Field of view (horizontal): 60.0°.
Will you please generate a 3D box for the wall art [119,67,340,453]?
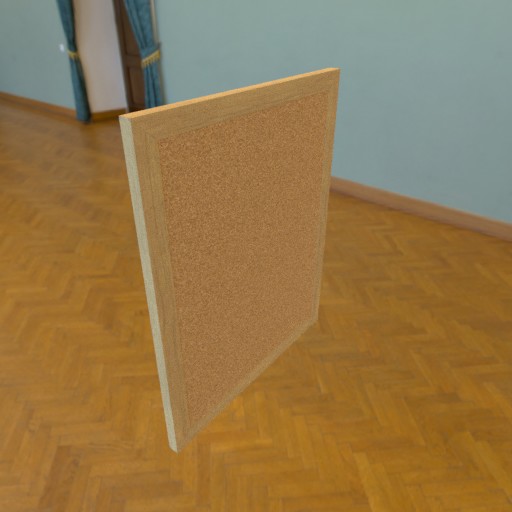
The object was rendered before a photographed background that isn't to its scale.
[{"bbox_3d":[0.000,0.000,0.774,0.020,0.561,0.460,22,37,32],"label":"wall art"}]
